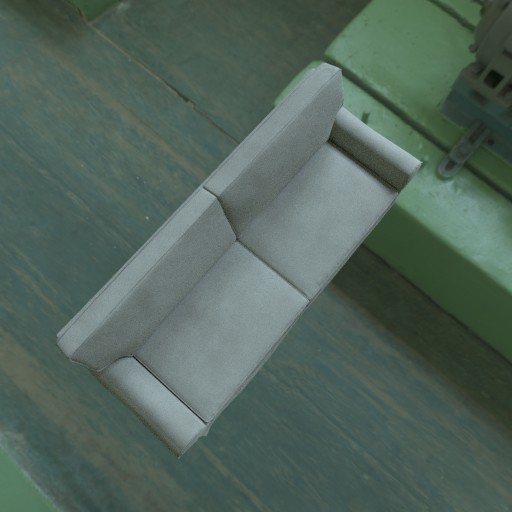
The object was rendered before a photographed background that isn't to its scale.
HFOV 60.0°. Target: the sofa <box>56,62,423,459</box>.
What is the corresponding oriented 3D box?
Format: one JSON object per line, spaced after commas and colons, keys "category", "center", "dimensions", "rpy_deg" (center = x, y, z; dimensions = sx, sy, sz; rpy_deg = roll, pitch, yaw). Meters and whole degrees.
{"category": "sofa", "center": [0.000, 0.000, 2.675], "dimensions": [0.900, 1.014, 2.246], "rpy_deg": [39, 78, 10]}
